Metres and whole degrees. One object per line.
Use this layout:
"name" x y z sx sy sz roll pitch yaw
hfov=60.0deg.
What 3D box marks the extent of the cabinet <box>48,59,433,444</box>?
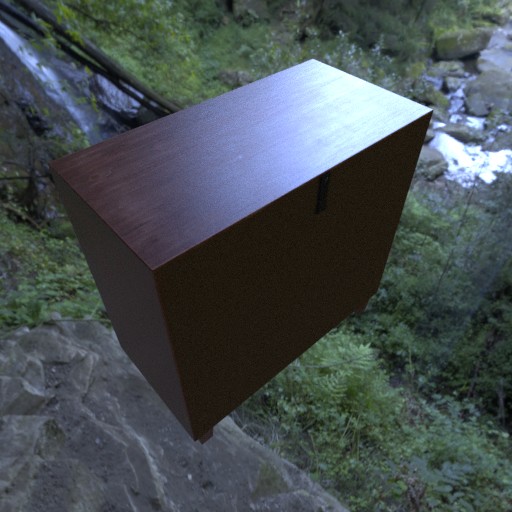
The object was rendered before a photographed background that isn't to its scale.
"cabinet" 0.000 0.000 1.275 0.796 0.785 0.412 -32 54 -27
